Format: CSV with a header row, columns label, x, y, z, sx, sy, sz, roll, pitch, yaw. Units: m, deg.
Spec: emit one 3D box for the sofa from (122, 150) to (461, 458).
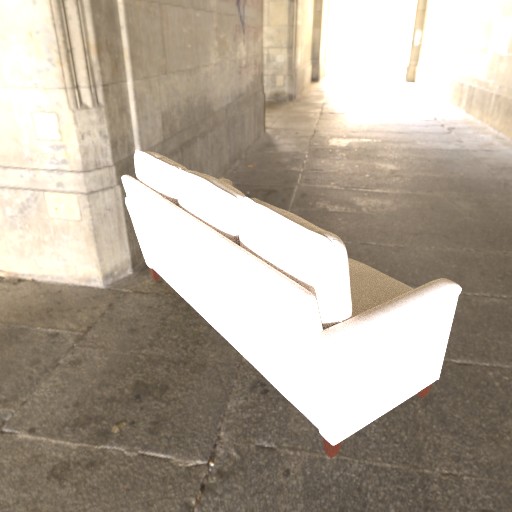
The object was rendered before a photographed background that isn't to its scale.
label,x,y,z,sx,sy,sz,roll,pitch,yaw
sofa,0.000,0.000,2.427,0.828,0.961,1.925,-17,31,-31
